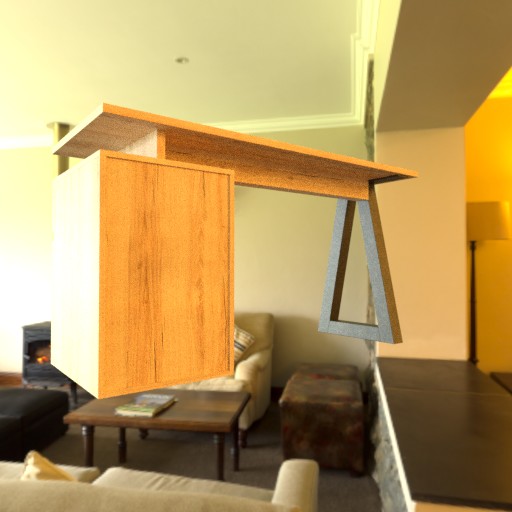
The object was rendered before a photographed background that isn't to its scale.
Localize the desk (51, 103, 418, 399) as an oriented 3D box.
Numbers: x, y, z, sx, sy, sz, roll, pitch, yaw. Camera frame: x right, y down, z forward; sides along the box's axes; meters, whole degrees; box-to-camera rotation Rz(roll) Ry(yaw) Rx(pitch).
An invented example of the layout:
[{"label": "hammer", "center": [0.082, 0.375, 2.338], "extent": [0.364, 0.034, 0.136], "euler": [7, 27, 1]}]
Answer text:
[{"label": "desk", "center": [0.000, 0.000, 1.769], "extent": [1.400, 0.760, 0.550], "euler": [1, -1, -37]}]
